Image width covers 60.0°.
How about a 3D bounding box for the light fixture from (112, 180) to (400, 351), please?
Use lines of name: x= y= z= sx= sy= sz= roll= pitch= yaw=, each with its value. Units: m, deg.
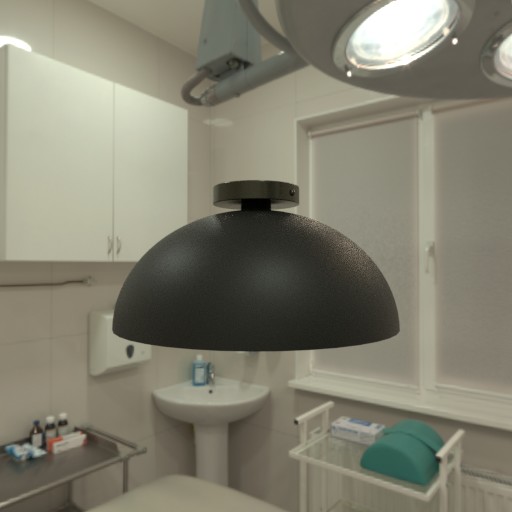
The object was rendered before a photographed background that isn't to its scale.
light fixture: x=0.000 y=0.000 z=0.576 sx=0.355 sy=0.177 sz=0.355 roll=0 pitch=-1 yaw=0
